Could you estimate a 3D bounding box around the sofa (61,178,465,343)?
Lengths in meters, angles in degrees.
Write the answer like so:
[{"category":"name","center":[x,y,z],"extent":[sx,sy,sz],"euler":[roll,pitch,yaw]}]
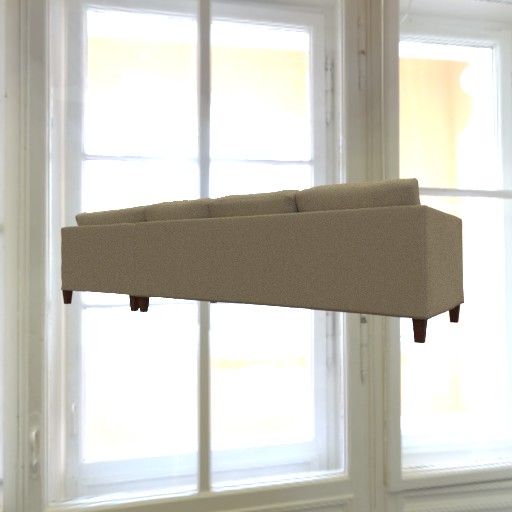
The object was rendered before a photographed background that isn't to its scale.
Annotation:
[{"category":"sofa","center":[0.000,0.000,3.723],"extent":[3.186,0.861,1.625],"euler":[0,0,35]}]
